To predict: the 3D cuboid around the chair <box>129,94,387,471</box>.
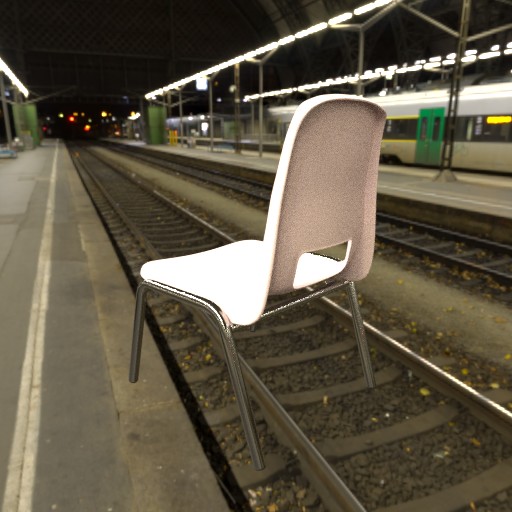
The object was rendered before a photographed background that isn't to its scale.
[{"bbox_3d":[0.000,0.000,0.812,0.354,0.537,0.385,-15,22,-42],"label":"chair"}]
